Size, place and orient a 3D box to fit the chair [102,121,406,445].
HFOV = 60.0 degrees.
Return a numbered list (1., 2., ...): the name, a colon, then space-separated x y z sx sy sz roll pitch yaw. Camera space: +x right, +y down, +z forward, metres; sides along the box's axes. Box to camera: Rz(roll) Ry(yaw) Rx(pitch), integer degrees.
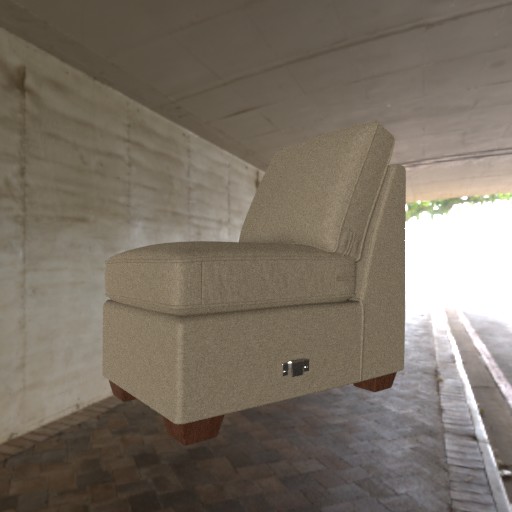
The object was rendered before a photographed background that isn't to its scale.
1. chair: 0.000 0.000 1.733 1.020 1.058 0.674 0 0 -37
